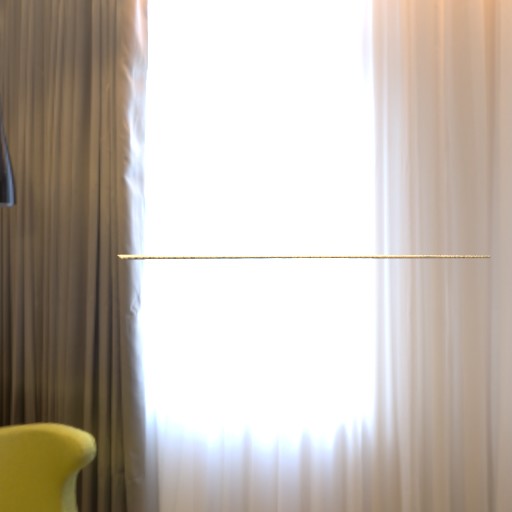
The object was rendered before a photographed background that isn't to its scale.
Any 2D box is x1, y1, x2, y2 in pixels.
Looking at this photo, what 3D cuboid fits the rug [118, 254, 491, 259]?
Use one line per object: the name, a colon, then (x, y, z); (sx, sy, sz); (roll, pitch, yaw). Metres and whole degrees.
rug: (0.000, 0.000, 4.152); (2.457, 0.015, 3.049); (0, 0, -18)
